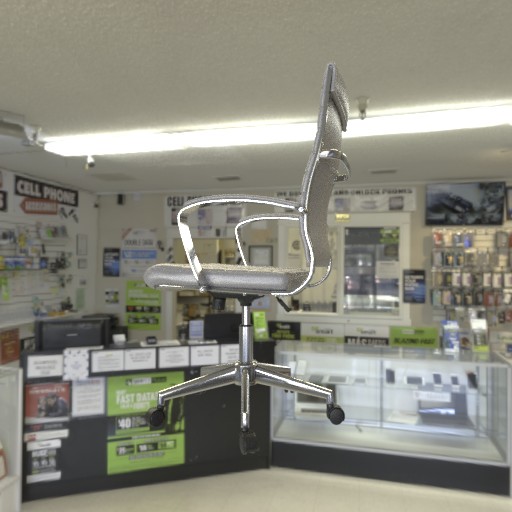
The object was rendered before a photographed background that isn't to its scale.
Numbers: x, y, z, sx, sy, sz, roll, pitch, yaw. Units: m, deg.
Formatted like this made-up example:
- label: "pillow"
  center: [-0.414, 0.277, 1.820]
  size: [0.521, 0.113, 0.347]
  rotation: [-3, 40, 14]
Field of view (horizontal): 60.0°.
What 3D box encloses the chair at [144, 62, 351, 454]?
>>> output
- label: "chair"
  center: [0.000, 0.000, 1.601]
  size: [0.667, 1.149, 0.679]
  rotation: [0, -1, 16]
